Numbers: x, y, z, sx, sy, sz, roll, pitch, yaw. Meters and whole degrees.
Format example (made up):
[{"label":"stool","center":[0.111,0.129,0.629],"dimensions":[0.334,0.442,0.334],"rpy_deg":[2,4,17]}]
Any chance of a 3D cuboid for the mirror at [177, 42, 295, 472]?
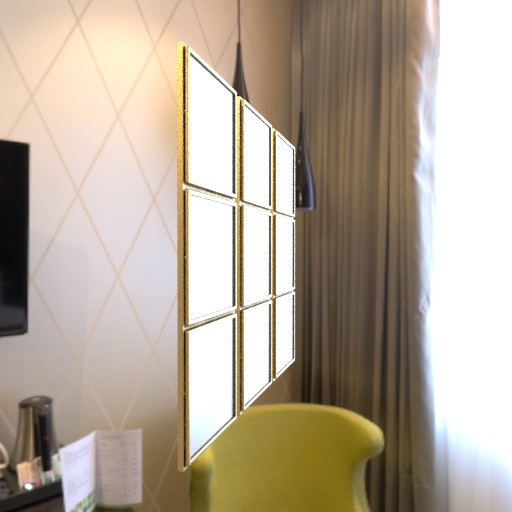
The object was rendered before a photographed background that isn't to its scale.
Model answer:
[{"label":"mirror","center":[0.000,0.000,1.433],"dimensions":[0.023,0.926,1.011],"rpy_deg":[0,1,18]}]
